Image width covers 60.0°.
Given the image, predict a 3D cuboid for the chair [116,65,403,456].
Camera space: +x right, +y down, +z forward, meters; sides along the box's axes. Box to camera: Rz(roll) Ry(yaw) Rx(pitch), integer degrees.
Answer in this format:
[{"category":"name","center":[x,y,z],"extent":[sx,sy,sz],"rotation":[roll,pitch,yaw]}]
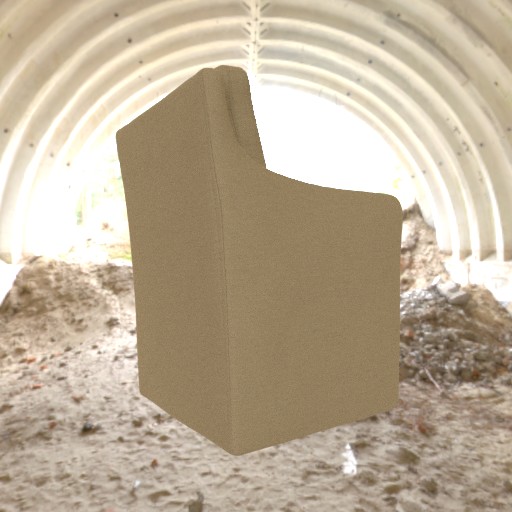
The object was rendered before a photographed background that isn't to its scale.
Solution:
[{"category":"chair","center":[0.000,0.000,1.372],"extent":[0.694,0.914,0.626],"rotation":[0,-1,-35]}]
